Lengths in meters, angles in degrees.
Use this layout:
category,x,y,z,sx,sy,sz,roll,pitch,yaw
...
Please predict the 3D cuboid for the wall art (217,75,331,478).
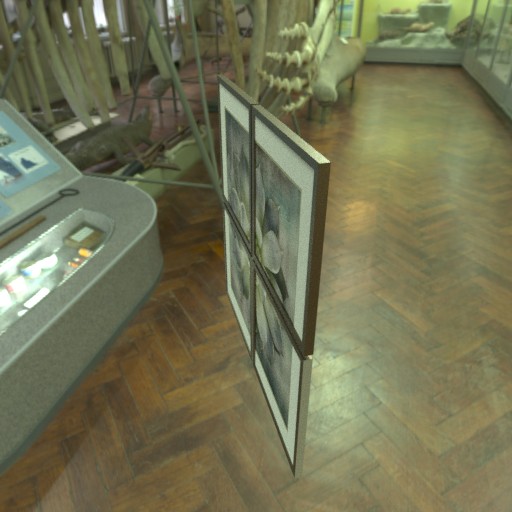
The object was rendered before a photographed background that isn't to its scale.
category,x,y,z,sx,sy,sz,roll,pitch,yaw
wall art,0.000,0.000,1.554,0.030,1.032,1.032,-8,32,-13
